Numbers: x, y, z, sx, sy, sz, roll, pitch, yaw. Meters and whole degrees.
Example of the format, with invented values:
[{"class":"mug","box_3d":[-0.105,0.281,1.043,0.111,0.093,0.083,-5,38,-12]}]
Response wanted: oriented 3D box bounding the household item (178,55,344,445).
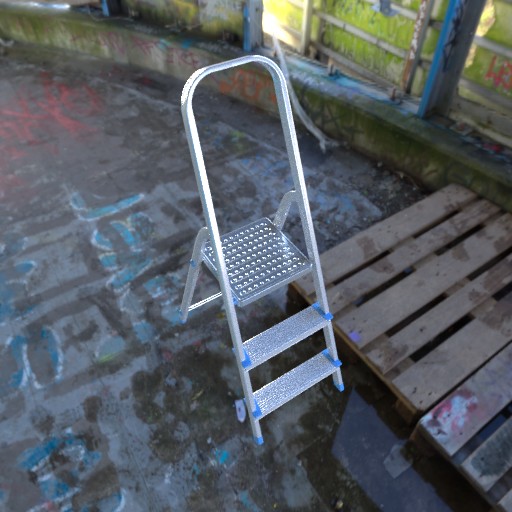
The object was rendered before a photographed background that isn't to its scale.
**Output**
[{"class":"household item","box_3d":[0.000,0.000,1.485,0.420,1.215,0.687,-25,52,-22]}]
